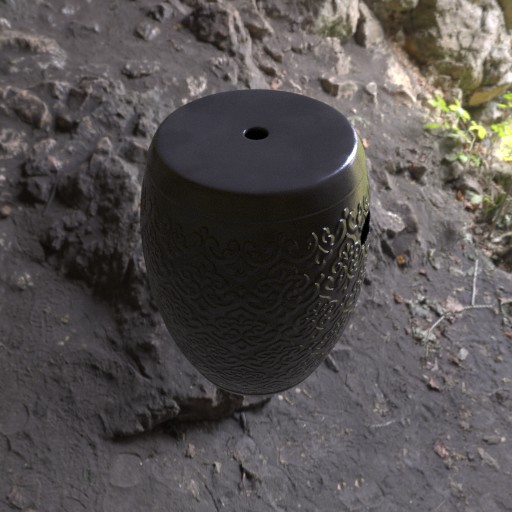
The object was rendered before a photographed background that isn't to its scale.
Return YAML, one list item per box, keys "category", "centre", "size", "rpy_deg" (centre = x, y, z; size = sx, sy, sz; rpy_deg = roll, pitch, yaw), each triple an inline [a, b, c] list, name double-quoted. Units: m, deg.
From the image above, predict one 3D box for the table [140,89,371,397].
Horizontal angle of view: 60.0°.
- category: "table"
  centre: [0.000, 0.000, 0.640]
  size: [0.309, 0.397, 0.309]
  rpy_deg: [0, 45, 0]
